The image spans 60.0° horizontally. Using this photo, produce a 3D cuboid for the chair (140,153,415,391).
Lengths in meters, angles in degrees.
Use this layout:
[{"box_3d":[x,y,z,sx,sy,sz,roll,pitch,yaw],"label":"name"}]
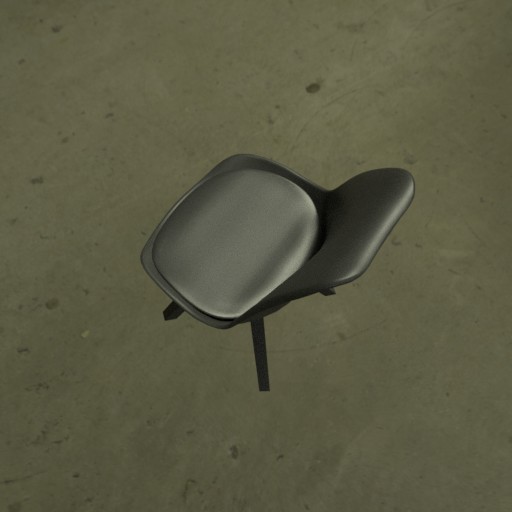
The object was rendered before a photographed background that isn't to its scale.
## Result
[{"box_3d":[0.000,0.000,1.184,0.550,0.850,0.485,33,69,15],"label":"chair"}]
